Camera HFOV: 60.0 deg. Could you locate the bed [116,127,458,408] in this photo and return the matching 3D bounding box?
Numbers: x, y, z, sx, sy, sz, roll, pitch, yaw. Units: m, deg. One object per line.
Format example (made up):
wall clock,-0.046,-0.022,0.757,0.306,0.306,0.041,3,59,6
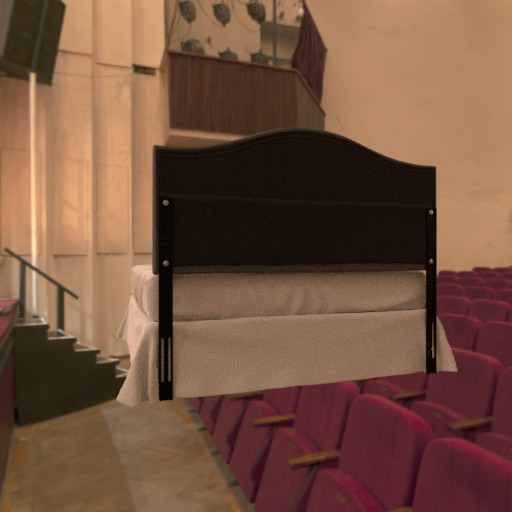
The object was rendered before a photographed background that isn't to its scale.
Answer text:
bed,0.000,0.000,3.803,2.314,1.651,2.219,0,0,-18
